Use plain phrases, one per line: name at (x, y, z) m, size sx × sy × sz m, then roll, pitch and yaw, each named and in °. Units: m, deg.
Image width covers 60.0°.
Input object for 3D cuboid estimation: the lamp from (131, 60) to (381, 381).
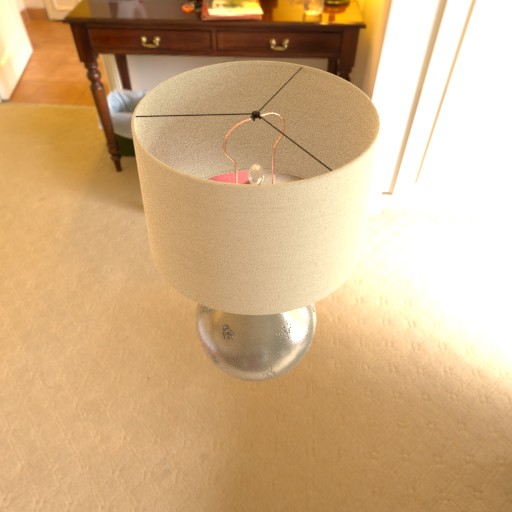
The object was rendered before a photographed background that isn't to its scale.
lamp at (0.000, 0.000, 0.741) m, size 0.330 × 0.521 × 0.330 m, roll 0°, pitch 46°, yaw 0°
